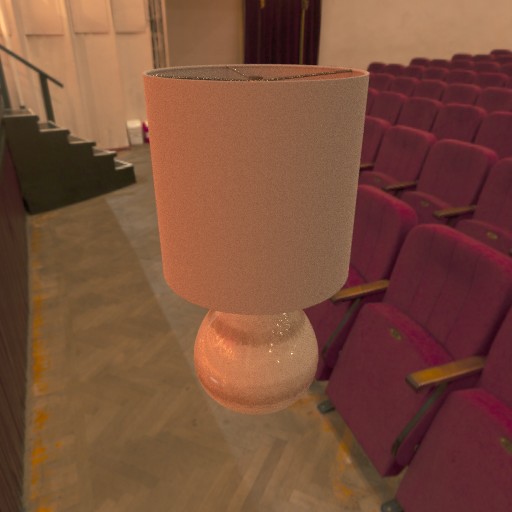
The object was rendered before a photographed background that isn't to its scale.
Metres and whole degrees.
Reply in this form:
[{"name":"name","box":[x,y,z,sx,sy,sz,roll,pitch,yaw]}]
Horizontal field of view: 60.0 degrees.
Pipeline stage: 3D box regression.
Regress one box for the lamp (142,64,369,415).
[{"name":"lamp","box":[0.000,0.000,0.523,0.217,0.404,0.217,-9,28,-17]}]
